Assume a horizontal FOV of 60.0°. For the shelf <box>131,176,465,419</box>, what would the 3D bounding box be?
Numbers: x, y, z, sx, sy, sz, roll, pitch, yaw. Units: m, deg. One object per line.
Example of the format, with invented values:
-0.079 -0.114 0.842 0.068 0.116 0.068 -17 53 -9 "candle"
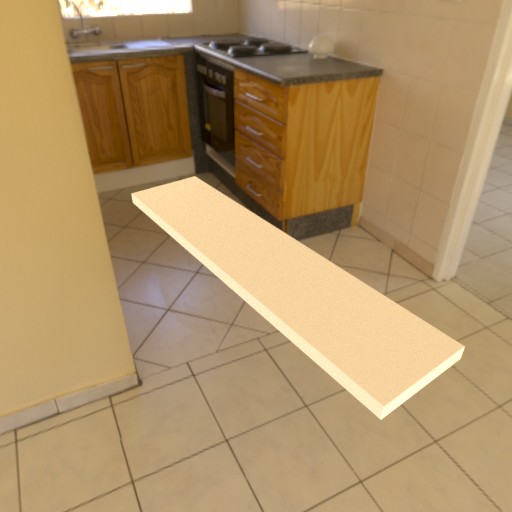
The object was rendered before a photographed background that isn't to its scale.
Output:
0.000 0.000 0.679 0.140 0.020 0.610 -22 39 -30 "shelf"
